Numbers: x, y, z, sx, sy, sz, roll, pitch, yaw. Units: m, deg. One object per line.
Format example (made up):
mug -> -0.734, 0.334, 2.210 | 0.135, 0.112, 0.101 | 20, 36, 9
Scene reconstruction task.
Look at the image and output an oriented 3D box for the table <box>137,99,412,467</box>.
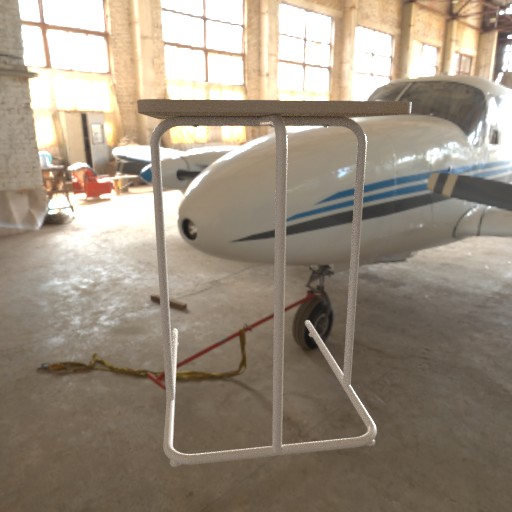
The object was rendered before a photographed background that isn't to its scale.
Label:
table -> 0.000, 0.000, 0.868 | 0.370, 0.550, 0.480 | -2, 16, -8
